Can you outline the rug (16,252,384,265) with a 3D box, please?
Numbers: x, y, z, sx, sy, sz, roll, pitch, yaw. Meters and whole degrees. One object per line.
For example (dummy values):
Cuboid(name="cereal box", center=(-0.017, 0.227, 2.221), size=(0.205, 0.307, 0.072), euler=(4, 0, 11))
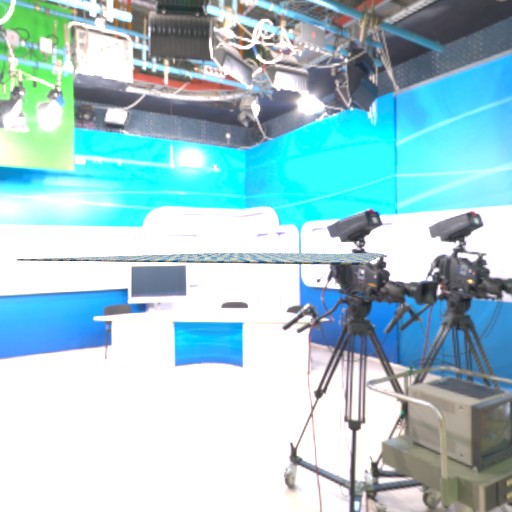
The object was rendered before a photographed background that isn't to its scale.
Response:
Cuboid(name="rug", center=(0.000, 0.000, 2.274), size=(1.225, 0.008, 1.830), euler=(0, 1, 18))
